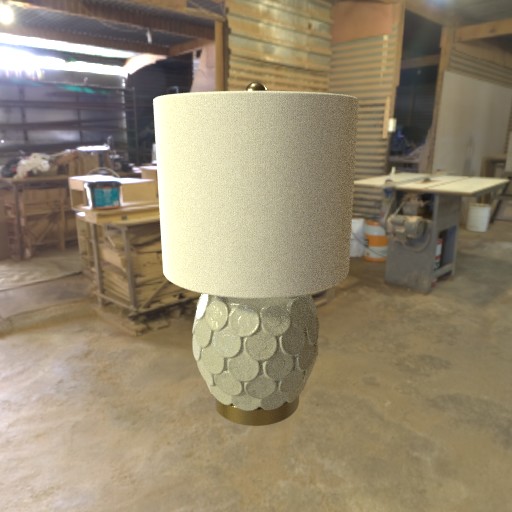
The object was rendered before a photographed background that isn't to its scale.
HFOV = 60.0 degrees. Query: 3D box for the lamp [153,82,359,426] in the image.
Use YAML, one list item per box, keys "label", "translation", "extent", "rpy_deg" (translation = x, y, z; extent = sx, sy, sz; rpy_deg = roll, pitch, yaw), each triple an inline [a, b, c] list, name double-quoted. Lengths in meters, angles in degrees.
- label: "lamp"
  translation: [0.000, 0.000, 0.615]
  extent: [0.254, 0.452, 0.254]
  rpy_deg: [0, 15, 0]
